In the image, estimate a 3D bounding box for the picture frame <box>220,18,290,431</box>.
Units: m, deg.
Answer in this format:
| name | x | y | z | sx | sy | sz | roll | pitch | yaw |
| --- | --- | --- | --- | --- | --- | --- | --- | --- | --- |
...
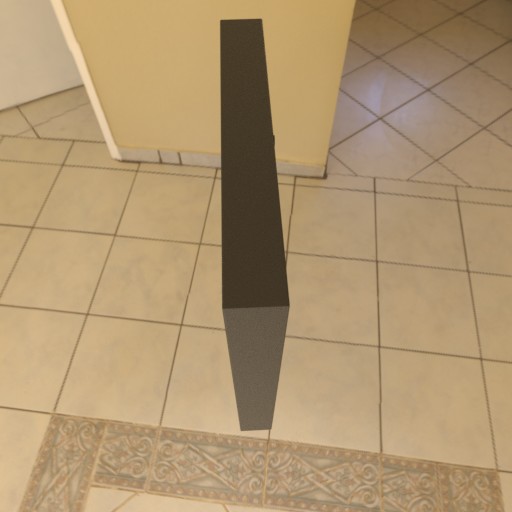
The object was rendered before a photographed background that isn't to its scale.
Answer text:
| name | x | y | z | sx | sy | sz | roll | pitch | yaw |
| --- | --- | --- | --- | --- | --- | --- | --- | --- | --- |
| picture frame | 0.000 | 0.000 | 0.383 | 0.042 | 0.284 | 0.232 | -2 | 58 | -1 |
